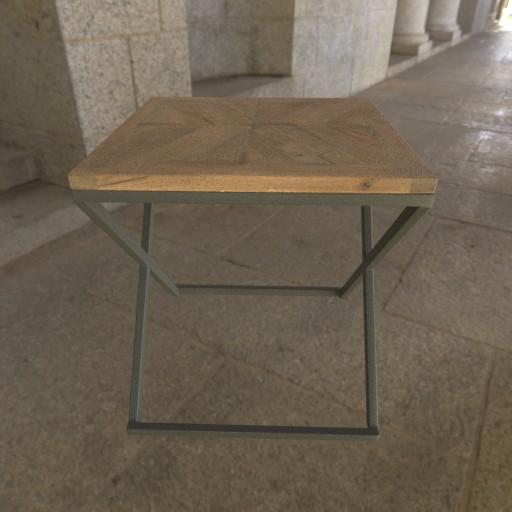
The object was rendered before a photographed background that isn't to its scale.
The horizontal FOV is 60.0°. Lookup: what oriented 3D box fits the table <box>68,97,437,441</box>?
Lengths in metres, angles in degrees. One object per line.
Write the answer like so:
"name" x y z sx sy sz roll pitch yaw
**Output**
"table" 0.000 0.000 0.945 0.499 0.550 0.498 1 31 1
